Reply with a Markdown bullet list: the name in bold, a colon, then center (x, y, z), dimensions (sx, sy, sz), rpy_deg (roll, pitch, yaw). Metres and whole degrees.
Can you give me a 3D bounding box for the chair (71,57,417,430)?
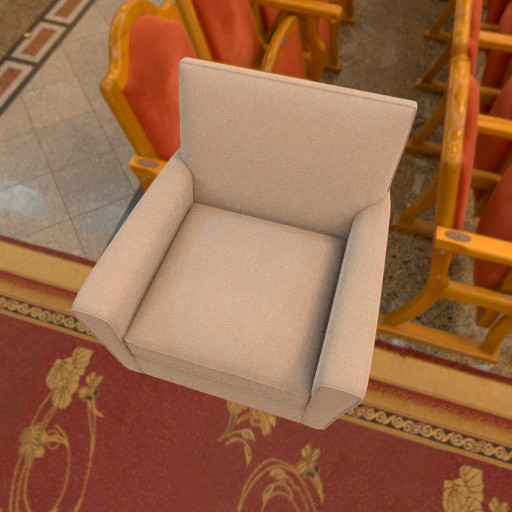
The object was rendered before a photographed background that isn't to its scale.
- **chair**: center (0.000, 0.000, 1.536), dimensions (0.840, 0.846, 0.871), rpy_deg (15, 59, 9)
